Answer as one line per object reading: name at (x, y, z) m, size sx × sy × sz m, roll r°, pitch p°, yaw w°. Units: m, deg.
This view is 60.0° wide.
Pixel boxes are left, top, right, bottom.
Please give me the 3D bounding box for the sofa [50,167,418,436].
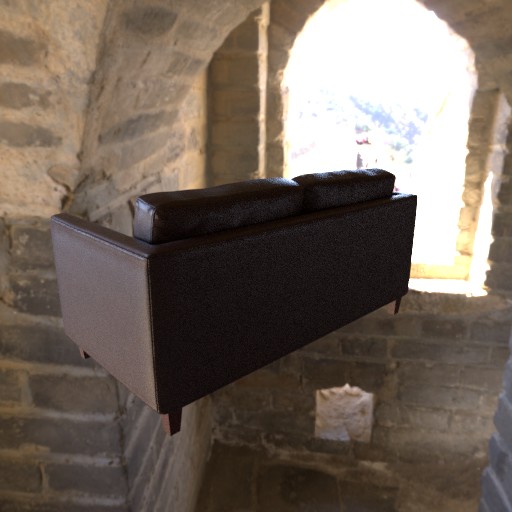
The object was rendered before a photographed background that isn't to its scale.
sofa at (0.000, 0.000, 2.478) m, size 1.883 × 0.933 × 0.951 m, roll -15°, pitch 22°, yaw -41°
